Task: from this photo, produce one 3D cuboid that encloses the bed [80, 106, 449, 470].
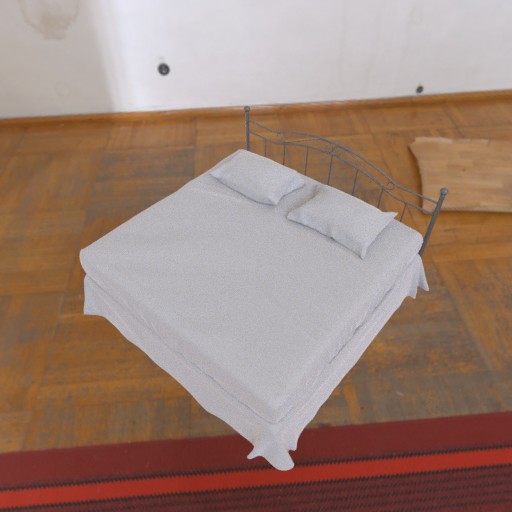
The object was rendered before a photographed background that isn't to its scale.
[{"bbox_3d":[0.000,0.000,3.589,2.309,1.080,2.220,31,54,27],"label":"bed"}]
